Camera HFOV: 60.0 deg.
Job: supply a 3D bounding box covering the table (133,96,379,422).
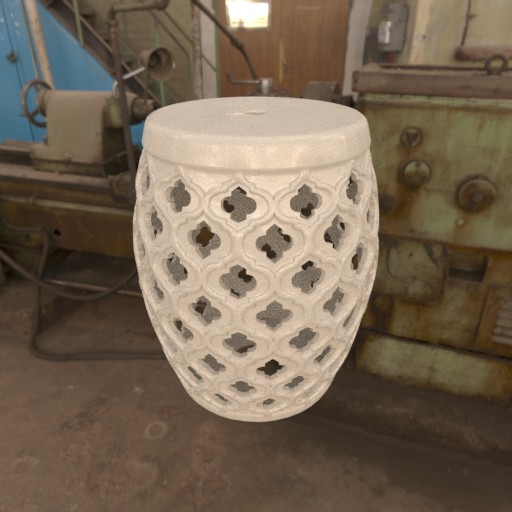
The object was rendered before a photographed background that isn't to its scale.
[{"bbox_3d":[0.000,0.000,0.619,0.325,0.388,0.325,0,28,0],"label":"table"}]
